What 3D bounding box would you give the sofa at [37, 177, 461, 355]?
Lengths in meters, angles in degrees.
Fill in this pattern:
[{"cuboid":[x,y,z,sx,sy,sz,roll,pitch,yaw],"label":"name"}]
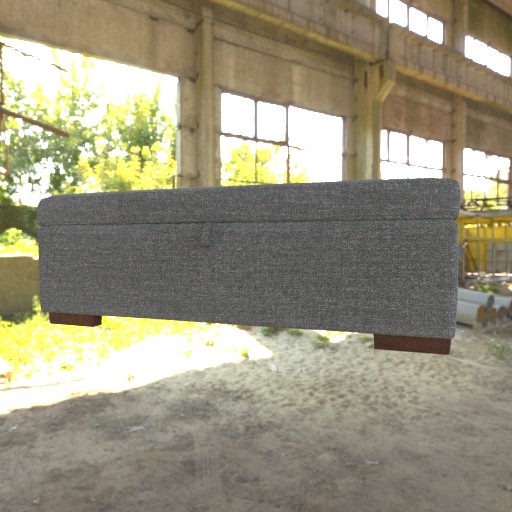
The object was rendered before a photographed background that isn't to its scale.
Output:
[{"cuboid":[0.000,0.000,1.518,1.198,0.417,0.782,1,2,20],"label":"sofa"}]
